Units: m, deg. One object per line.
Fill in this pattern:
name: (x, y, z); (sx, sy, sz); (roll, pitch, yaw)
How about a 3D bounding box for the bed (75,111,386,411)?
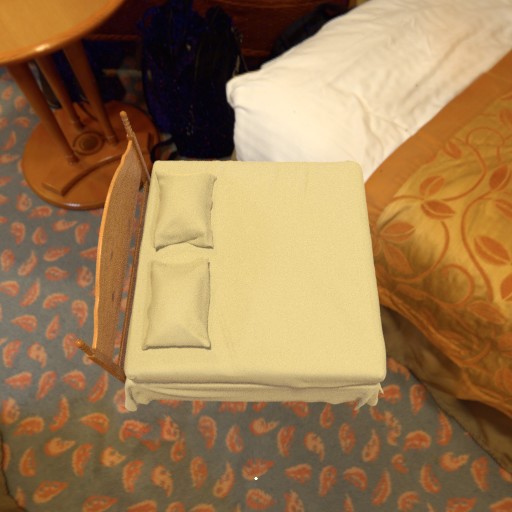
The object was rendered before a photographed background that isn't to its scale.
bed: (0.000, 0.000, 3.701); (2.219, 1.355, 2.322); (1, 63, 0)
